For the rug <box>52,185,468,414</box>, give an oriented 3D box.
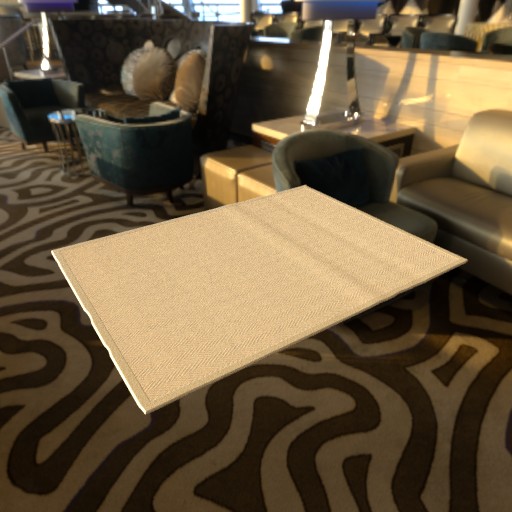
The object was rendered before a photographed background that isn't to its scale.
[{"bbox_3d":[0.000,0.000,4.834,3.659,0.037,2.734,-18,34,-29],"label":"rug"}]
